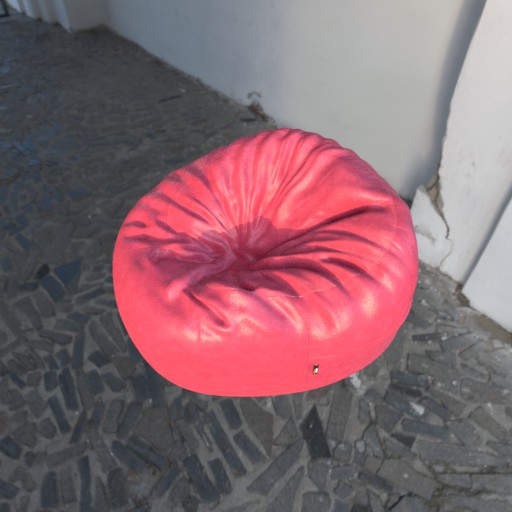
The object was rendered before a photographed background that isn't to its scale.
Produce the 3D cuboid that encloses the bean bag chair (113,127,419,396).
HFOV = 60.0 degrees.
[{"bbox_3d":[0.000,0.000,2.413,1.524,0.878,1.524,-17,49,-15],"label":"bean bag chair"}]
